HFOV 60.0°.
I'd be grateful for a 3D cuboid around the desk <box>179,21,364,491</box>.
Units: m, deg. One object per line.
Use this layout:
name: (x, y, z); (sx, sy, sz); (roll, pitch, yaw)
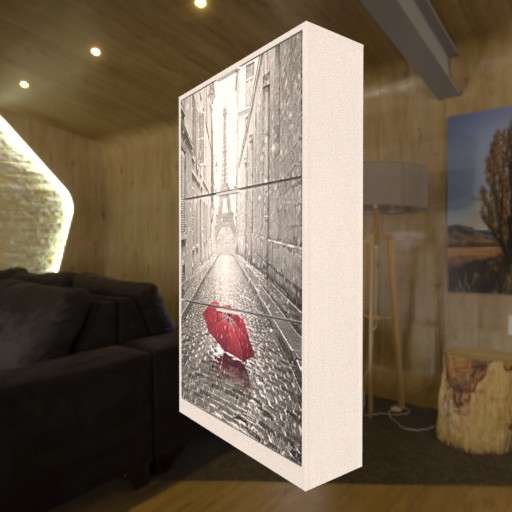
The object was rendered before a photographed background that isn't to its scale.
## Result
desk: (0.000, 0.000, 1.571); (0.250, 1.280, 0.750); (-1, 1, -37)
